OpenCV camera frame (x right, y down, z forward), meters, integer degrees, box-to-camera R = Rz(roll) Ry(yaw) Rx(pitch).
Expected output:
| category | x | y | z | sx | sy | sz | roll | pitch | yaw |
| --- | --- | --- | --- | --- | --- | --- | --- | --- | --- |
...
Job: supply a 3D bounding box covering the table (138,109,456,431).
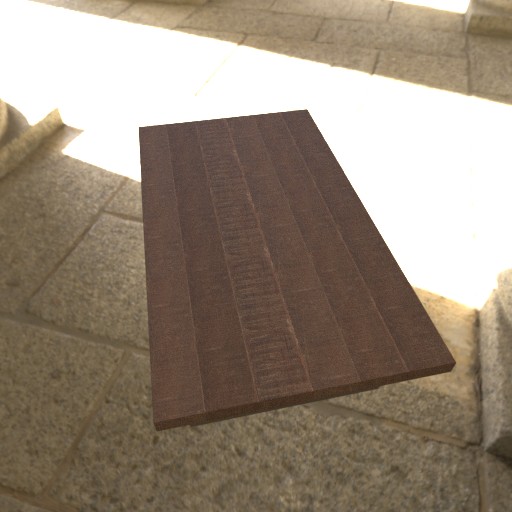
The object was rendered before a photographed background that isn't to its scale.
| category | x | y | z | sx | sy | sz | roll | pitch | yaw |
| --- | --- | --- | --- | --- | --- | --- | --- | --- | --- |
| table | 0.000 | 0.000 | 1.756 | 0.800 | 0.440 | 1.400 | -9 | 47 | -8 |
